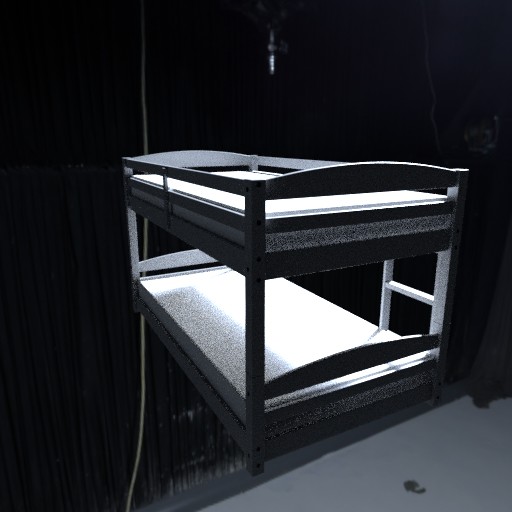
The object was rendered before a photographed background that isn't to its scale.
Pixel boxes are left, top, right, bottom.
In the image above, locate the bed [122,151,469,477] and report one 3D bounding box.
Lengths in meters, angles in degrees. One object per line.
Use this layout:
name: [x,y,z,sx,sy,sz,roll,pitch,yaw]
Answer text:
bed: [0.000,0.000,2.703,1.105,1.206,2.013,-8,17,-27]
